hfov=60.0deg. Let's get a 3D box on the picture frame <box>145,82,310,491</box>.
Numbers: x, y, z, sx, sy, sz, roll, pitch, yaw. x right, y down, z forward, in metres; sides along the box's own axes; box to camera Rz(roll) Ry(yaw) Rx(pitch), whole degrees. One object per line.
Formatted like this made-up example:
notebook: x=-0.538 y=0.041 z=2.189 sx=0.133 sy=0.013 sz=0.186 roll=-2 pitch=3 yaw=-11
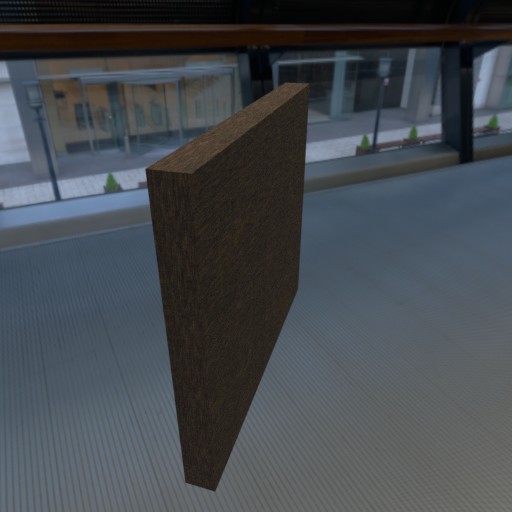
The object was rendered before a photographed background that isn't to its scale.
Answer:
picture frame: x=0.000 y=0.000 z=0.522 sx=0.033 sy=0.330 sz=0.378 roll=9 pitch=31 yaw=15
